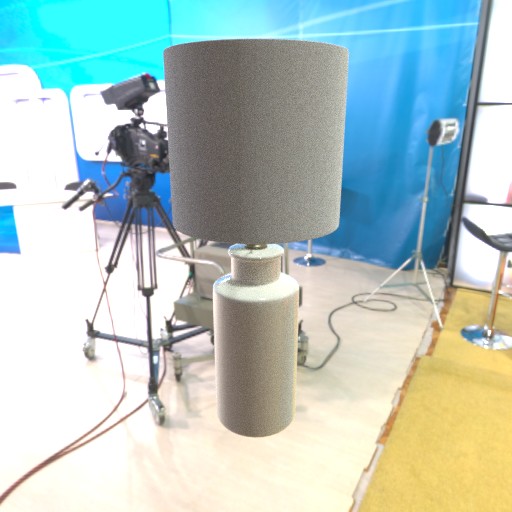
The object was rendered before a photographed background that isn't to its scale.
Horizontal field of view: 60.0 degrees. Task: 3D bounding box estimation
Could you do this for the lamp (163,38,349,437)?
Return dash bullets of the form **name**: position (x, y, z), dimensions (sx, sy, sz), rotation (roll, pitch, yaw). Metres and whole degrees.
- **lamp**: position (0.000, 0.000, 0.588), dimensions (0.212, 0.493, 0.212), rotation (-3, 18, -9)
